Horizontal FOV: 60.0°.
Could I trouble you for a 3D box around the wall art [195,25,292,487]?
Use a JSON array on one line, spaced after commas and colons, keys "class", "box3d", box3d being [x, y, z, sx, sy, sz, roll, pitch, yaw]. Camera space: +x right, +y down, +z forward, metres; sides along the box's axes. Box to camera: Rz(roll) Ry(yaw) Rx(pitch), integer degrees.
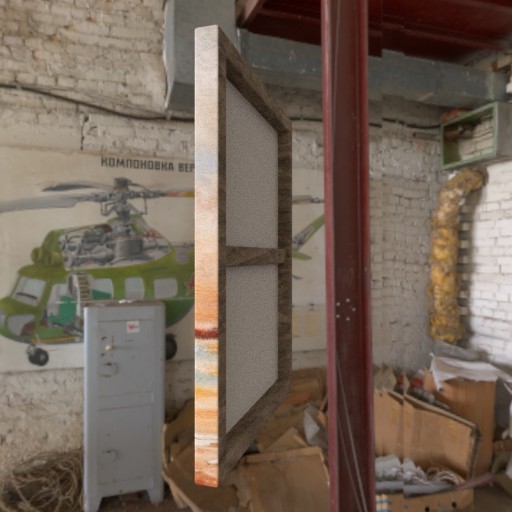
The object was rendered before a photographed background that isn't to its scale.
[{"class": "wall art", "box3d": [0.000, 0.000, 0.793, 0.035, 0.605, 0.443, 0, 0, 17]}]
